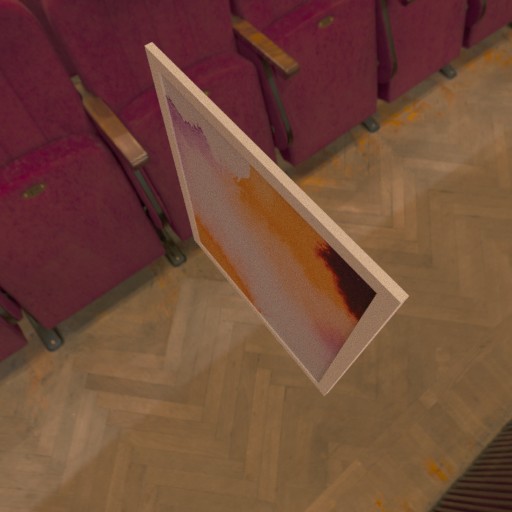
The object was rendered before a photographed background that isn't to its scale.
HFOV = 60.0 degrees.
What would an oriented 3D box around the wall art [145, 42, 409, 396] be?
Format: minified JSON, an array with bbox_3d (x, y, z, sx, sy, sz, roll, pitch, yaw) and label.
[{"bbox_3d":[0.000,0.000,0.778,0.012,0.557,0.482,-35,68,-16],"label":"wall art"}]
